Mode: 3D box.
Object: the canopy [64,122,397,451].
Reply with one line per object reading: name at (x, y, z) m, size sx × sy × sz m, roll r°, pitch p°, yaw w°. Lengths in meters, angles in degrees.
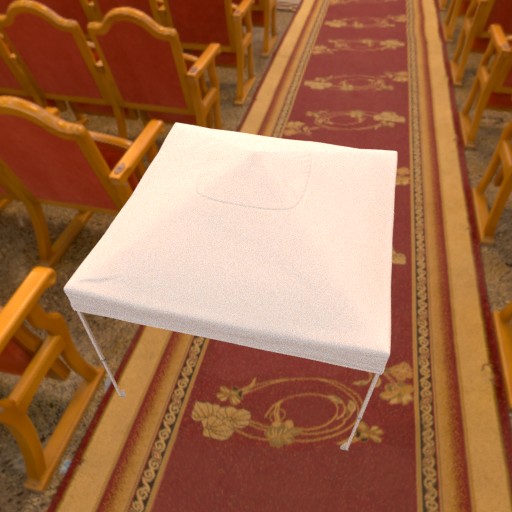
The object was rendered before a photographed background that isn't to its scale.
canopy at (0.000, 0.000, 5.395) m, size 2.998 × 2.997 × 2.996 m, roll 10°, pitch 48°, yaw 9°
